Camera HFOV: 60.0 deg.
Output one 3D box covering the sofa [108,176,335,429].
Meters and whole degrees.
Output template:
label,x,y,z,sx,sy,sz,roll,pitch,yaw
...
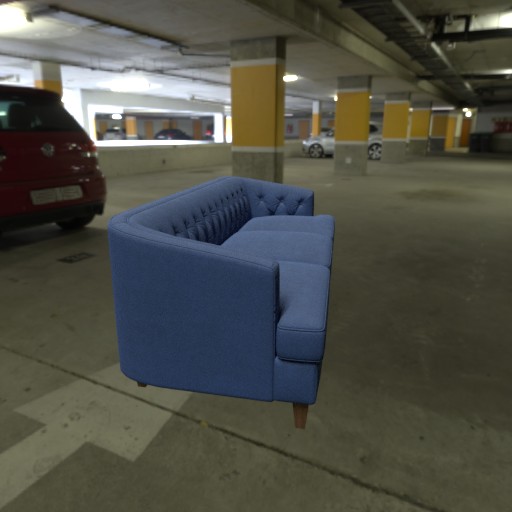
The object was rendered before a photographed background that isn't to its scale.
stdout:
label,x,y,z,sx,sy,sz,roll,pitch,yaw
sofa,0.000,0.000,2.701,0.914,0.787,2.235,3,16,10
